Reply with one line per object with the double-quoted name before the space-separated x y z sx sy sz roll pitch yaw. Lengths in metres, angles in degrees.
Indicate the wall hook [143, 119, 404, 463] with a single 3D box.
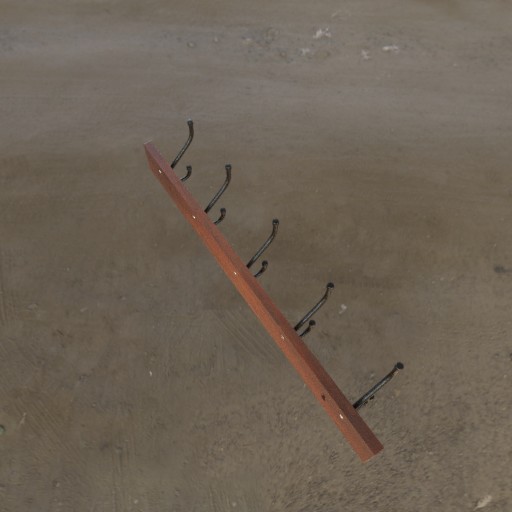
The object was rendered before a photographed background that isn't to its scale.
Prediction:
"wall hook" 0.000 0.000 0.620 0.071 0.117 0.571 -29 62 -17
